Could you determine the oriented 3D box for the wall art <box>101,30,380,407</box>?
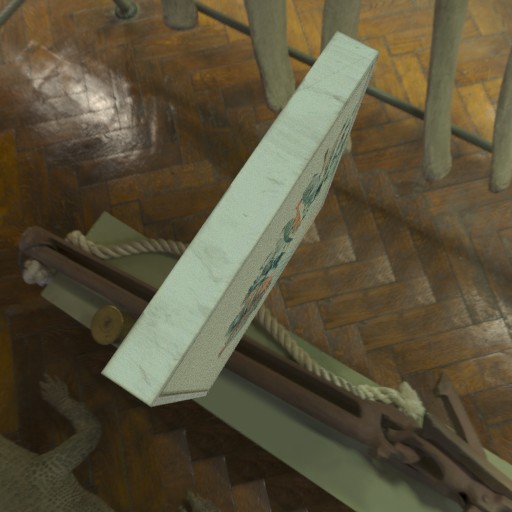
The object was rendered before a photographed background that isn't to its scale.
[{"bbox_3d":[0.000,0.000,0.453,0.038,0.303,0.305,31,76,8],"label":"wall art"}]
